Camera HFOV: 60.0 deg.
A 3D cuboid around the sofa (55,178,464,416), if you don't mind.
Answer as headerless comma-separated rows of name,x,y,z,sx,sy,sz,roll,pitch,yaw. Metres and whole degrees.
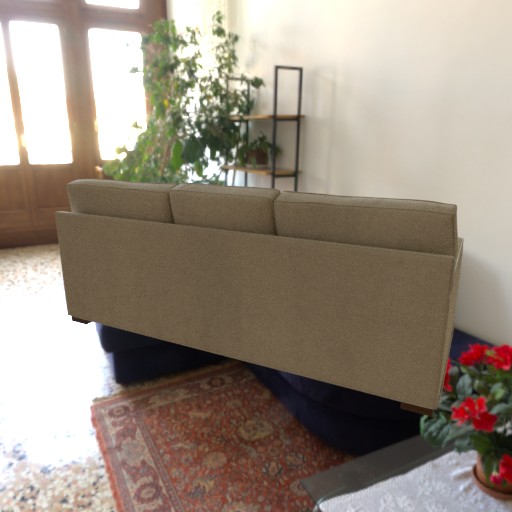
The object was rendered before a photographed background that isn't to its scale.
sofa,0.000,0.000,2.503,2.093,0.862,0.936,8,18,26
